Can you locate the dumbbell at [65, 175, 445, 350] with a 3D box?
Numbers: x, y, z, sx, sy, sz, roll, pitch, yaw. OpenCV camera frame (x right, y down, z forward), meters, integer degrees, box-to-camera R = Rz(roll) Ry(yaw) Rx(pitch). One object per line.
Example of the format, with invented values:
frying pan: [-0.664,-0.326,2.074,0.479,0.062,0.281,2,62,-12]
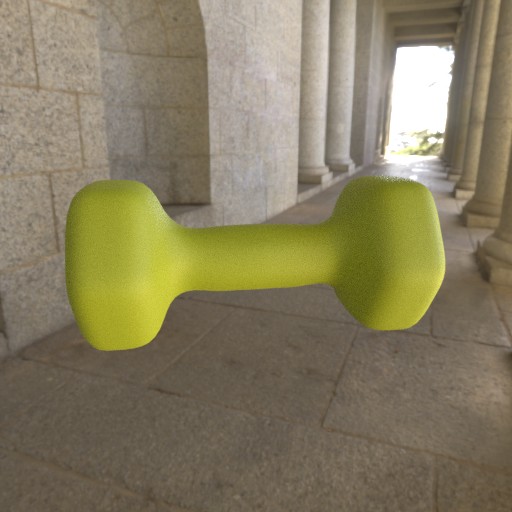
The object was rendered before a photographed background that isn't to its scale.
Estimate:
dumbbell: [0.000,0.000,0.210,0.164,0.072,0.080,-2,16,-8]
